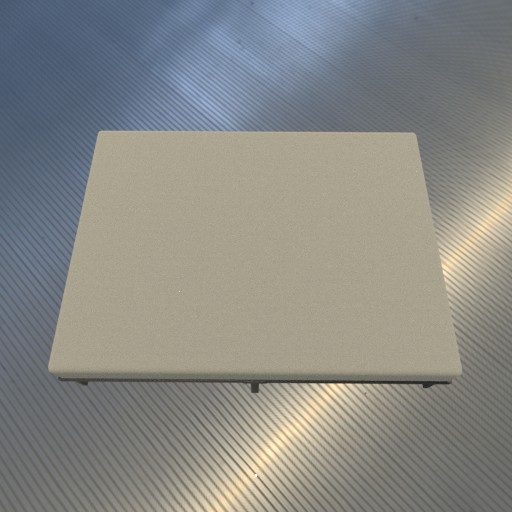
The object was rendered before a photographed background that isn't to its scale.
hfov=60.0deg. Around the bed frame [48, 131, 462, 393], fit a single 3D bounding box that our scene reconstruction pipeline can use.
[{"bbox_3d":[0.000,0.000,3.490,2.635,0.680,1.990,0,64,0],"label":"bed frame"}]
